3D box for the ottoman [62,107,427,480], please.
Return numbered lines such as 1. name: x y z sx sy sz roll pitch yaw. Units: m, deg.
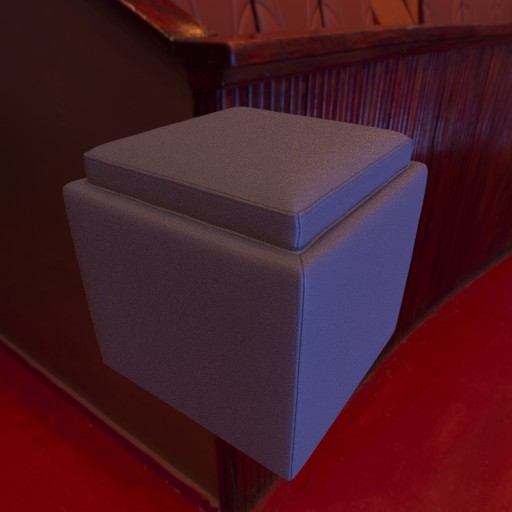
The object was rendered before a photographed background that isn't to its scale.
1. ottoman: 0.000 0.000 0.808 0.451 0.460 0.450 20 36 30
